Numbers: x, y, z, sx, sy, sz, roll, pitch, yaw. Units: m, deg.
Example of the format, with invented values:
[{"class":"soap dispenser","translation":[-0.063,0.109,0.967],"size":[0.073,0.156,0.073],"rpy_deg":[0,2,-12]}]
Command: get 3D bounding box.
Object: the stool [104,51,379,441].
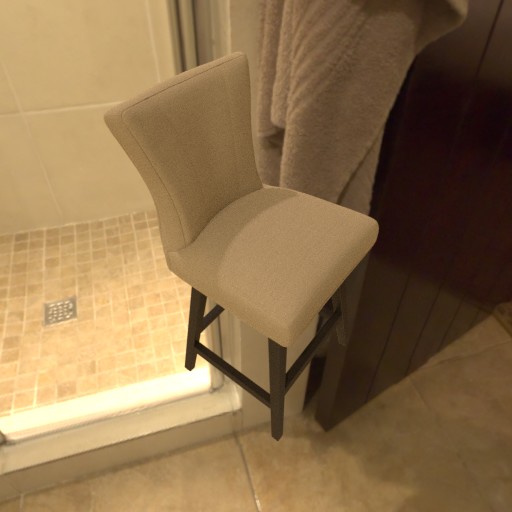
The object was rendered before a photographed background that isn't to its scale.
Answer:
[{"class":"stool","translation":[0.000,0.000,1.374],"size":[0.574,1.000,0.514],"rpy_deg":[27,49,26]}]
